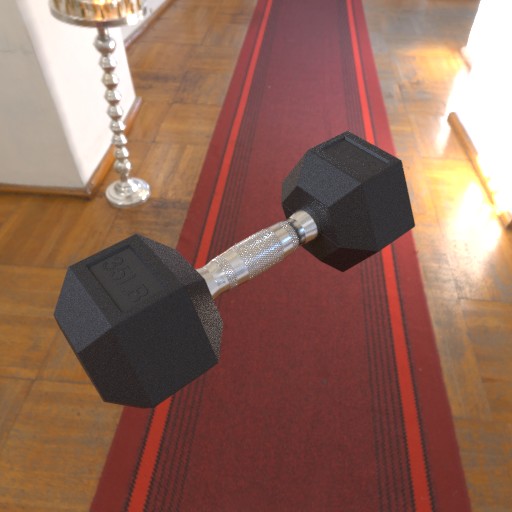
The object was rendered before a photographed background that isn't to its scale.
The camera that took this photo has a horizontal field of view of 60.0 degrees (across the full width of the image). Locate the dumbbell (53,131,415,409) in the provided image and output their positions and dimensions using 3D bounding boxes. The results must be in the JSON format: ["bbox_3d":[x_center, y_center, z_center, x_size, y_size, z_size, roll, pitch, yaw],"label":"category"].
[{"bbox_3d":[0.000,0.000,0.425,0.356,0.123,0.141,-31,53,-26],"label":"dumbbell"}]
